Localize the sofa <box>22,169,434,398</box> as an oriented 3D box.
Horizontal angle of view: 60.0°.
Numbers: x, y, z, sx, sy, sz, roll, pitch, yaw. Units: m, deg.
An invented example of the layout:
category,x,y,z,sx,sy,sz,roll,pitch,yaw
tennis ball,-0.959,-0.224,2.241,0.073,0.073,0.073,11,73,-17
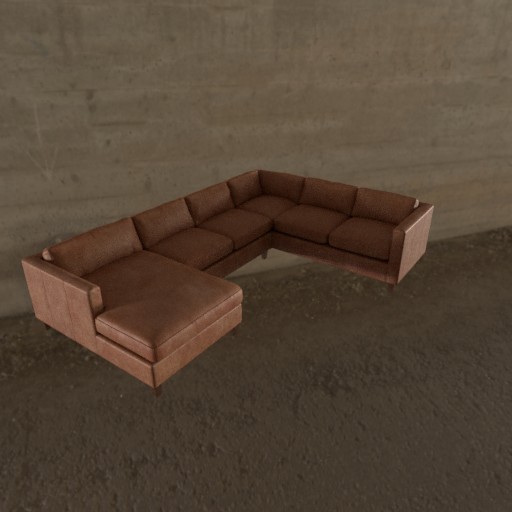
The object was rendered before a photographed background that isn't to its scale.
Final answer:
category,x,y,z,sx,sy,sz,roll,pitch,yaw
sofa,0.000,0.000,4.442,2.430,0.832,3.401,18,31,32
